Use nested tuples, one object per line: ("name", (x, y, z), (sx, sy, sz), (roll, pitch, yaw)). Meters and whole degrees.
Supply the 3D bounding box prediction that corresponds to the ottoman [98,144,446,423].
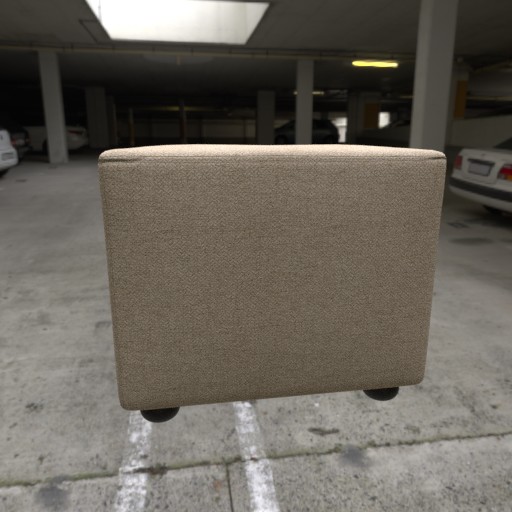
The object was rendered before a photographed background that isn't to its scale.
("ottoman", (0.000, 0.000, 0.888), (0.508, 0.432, 0.508), (-2, 14, -9))
